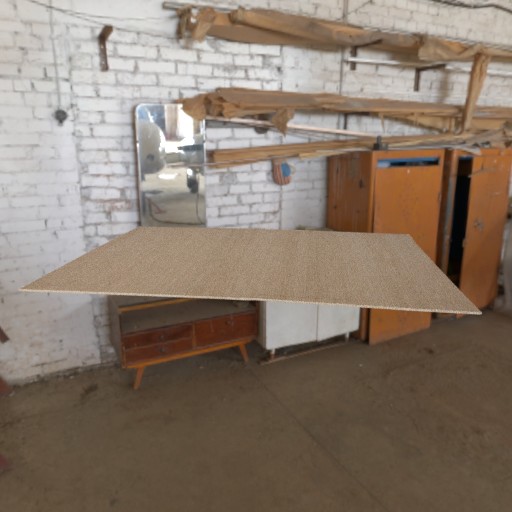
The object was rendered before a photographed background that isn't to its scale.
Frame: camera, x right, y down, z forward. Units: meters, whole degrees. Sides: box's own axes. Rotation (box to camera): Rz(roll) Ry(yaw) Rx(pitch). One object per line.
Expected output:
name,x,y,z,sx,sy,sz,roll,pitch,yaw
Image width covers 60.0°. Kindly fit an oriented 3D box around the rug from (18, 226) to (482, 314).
rug,0.000,0.000,3.668,2.869,0.038,2.032,2,16,8
